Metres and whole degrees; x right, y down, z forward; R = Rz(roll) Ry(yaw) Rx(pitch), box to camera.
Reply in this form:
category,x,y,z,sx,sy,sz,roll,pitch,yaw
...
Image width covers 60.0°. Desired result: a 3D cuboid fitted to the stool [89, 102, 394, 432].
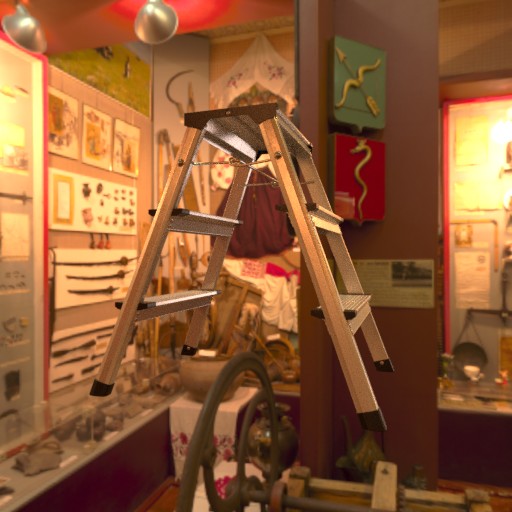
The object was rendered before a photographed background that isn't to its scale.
category,x,y,z,sx,sy,sz,roll,pitch,yaw
stool,0.000,0.000,1.067,0.622,0.605,0.437,0,0,19
